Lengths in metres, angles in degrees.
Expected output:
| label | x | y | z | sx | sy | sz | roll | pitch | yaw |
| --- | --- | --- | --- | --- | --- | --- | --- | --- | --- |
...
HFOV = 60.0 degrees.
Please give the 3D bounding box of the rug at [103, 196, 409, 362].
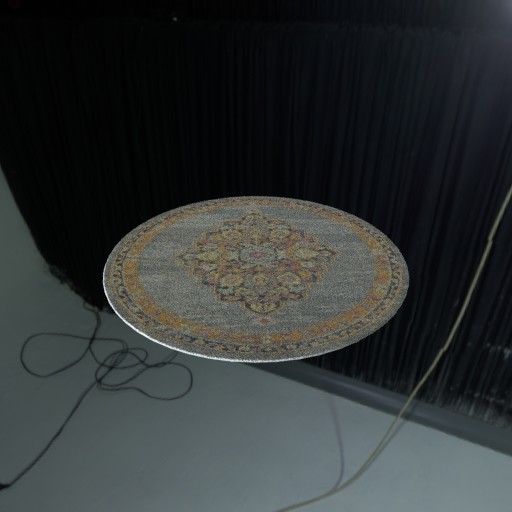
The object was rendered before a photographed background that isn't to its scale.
| label | x | y | z | sx | sy | sz | roll | pitch | yaw |
| --- | --- | --- | --- | --- | --- | --- | --- | --- | --- |
| rug | 0.000 | 0.000 | 2.417 | 1.598 | 0.010 | 1.598 | 0 | 31 | 0 |
